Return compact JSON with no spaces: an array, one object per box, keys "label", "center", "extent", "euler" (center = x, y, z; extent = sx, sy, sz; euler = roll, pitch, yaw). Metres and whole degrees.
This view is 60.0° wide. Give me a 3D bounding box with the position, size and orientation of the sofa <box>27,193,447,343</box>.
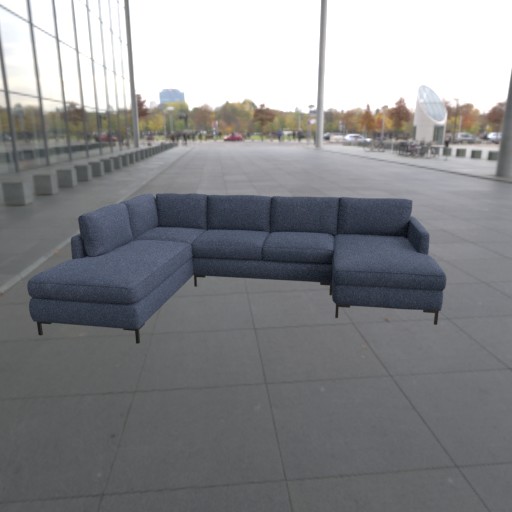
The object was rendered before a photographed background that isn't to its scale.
[{"label":"sofa","center":[0.000,0.000,3.795],"extent":[2.956,0.813,2.007],"euler":[3,16,9]}]
